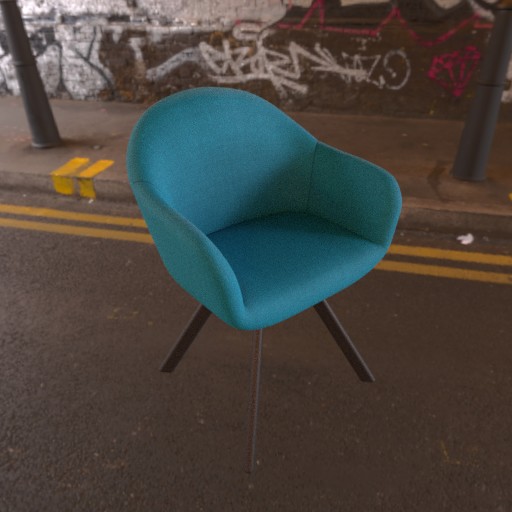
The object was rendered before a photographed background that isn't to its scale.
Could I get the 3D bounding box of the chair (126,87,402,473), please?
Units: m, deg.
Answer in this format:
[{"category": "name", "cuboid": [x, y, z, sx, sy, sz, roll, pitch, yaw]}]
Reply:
[{"category": "chair", "cuboid": [0.000, 0.000, 1.188, 0.590, 0.795, 0.550, -22, 37, -33]}]
